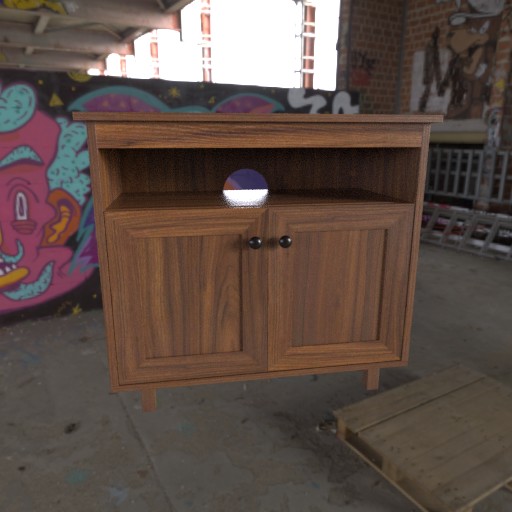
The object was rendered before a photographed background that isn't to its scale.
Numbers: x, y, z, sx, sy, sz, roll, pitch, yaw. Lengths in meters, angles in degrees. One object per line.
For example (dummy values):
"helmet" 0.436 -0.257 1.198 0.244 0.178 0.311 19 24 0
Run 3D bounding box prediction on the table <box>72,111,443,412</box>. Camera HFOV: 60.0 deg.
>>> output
"table" 0.000 0.000 1.213 0.802 0.725 0.390 -3 15 -10
